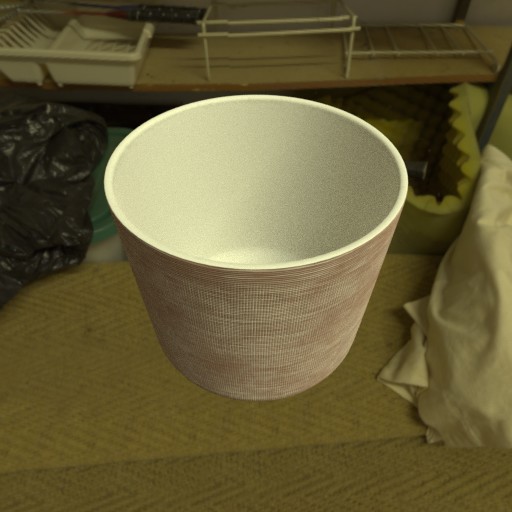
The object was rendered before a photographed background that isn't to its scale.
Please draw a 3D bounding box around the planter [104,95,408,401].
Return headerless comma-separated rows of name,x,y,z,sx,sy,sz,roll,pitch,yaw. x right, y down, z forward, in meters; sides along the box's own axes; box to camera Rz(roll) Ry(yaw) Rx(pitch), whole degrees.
planter,0.000,0.000,0.798,0.440,0.398,0.440,0,45,0
